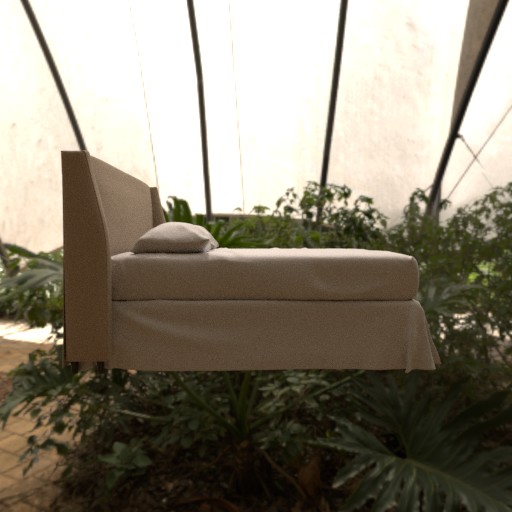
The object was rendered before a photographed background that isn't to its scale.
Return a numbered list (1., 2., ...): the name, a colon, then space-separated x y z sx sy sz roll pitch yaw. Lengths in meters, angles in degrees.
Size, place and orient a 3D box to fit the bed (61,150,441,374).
1. bed: 0.000 0.000 3.508 2.276 1.332 1.925 0 2 0
